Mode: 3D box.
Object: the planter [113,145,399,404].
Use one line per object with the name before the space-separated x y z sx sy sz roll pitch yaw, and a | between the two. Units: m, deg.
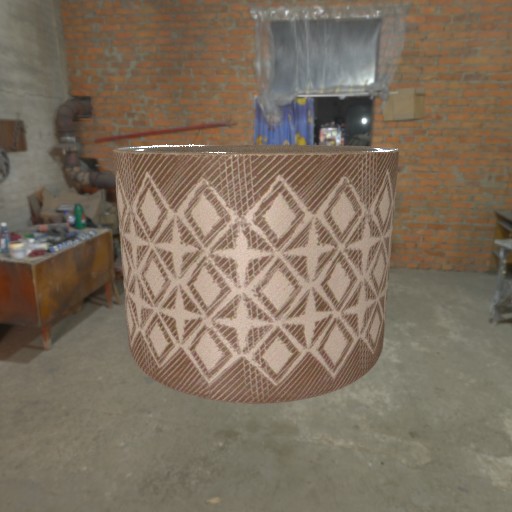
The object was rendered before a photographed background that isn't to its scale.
planter | 0.000 0.000 0.219 0.126 0.104 0.126 0 15 0
